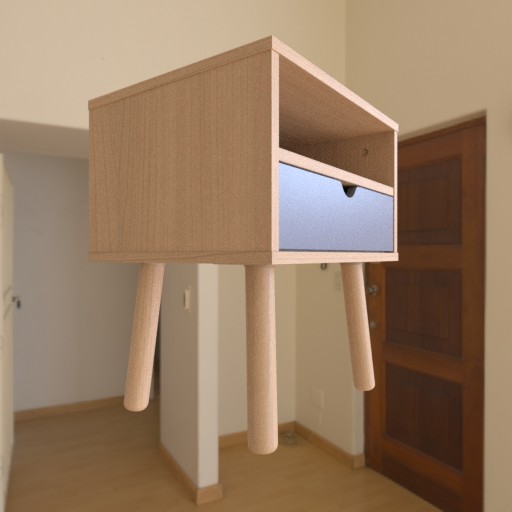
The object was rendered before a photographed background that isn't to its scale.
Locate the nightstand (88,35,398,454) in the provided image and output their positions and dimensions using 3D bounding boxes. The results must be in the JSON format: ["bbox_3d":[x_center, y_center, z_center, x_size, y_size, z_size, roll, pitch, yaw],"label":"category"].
[{"bbox_3d":[0.000,0.000,0.825,0.380,0.530,0.450,0,0,36],"label":"nightstand"}]
